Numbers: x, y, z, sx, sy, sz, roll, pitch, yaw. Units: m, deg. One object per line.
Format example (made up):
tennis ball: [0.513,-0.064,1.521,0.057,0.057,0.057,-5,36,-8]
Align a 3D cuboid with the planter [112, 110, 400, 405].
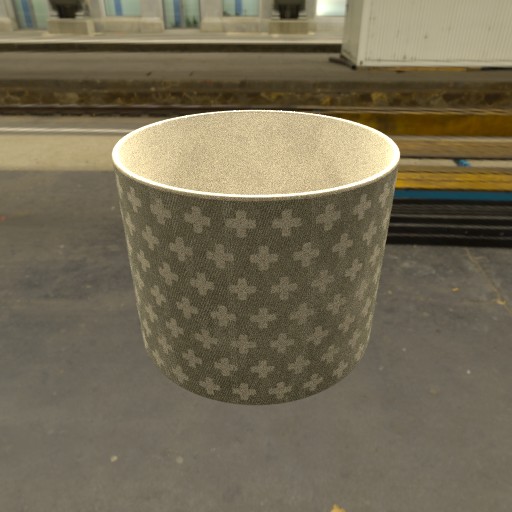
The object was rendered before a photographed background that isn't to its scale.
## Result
planter: [0.000,0.000,0.459,0.250,0.239,0.250,0,31,0]
